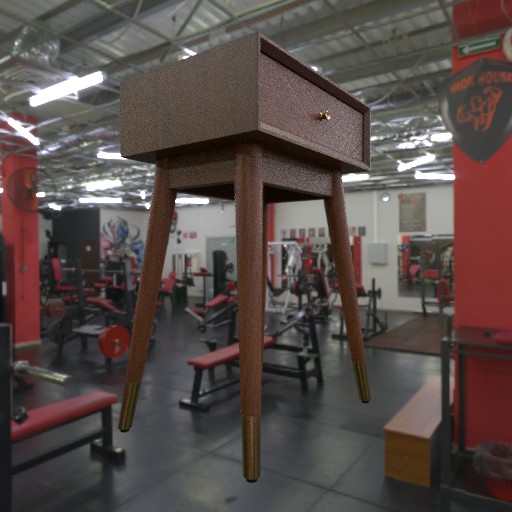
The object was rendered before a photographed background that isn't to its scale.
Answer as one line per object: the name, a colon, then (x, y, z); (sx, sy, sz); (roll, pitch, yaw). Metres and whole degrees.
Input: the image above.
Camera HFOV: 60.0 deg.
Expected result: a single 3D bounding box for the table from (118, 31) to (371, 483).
table: (0.000, 0.000, 0.829); (0.300, 0.599, 0.406); (1, 1, 37)
